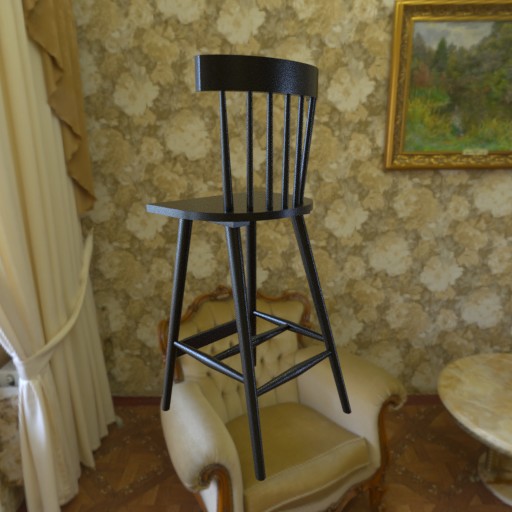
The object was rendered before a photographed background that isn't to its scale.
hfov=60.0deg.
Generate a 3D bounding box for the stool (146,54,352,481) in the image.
[{"bbox_3d":[0.000,0.000,1.374,0.483,1.092,0.482,14,21,43],"label":"stool"}]
